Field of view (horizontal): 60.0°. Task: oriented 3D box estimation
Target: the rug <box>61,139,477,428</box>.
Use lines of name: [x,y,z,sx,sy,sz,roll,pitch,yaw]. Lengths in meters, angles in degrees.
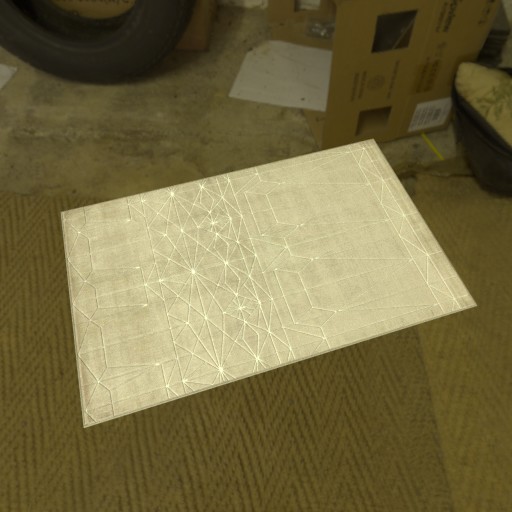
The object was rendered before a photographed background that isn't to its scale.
rug: [0.000,0.000,2.974,2.438,0.012,1.524,-15,60,-9]
